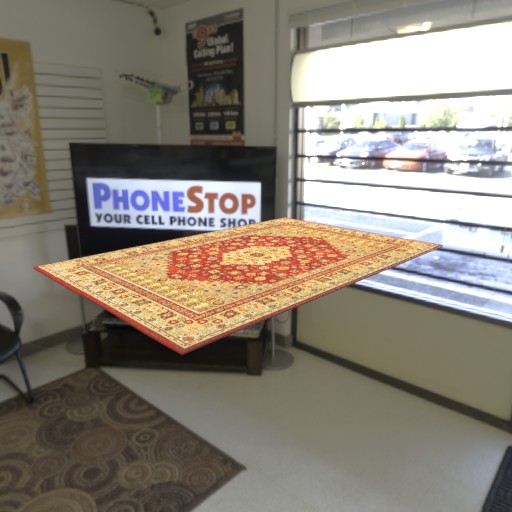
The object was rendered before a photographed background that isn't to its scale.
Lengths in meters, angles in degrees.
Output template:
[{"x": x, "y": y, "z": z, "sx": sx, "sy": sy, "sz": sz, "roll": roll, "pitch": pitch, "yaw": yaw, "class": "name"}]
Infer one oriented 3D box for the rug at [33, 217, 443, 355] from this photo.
[{"x": 0.000, "y": 0.000, "z": 2.310, "sx": 1.802, "sy": 0.013, "sz": 1.194, "roll": -15, "pitch": 22, "yaw": -43, "class": "rug"}]
